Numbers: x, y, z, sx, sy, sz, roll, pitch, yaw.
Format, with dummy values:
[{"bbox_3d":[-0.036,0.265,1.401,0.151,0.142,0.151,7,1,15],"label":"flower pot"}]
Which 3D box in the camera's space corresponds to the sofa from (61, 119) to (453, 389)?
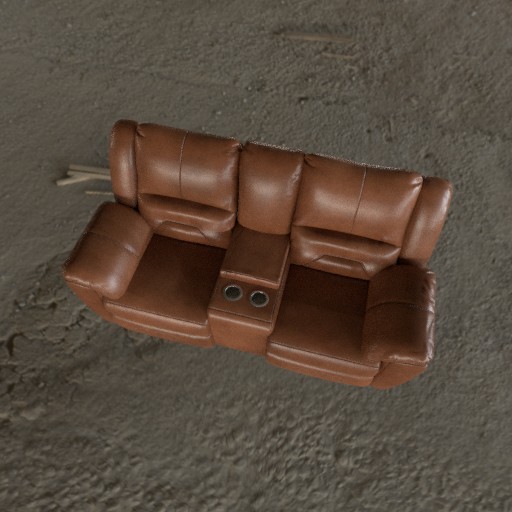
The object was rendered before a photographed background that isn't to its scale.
[{"bbox_3d":[0.000,0.000,2.634,2.058,1.043,0.991,12,60,7],"label":"sofa"}]
